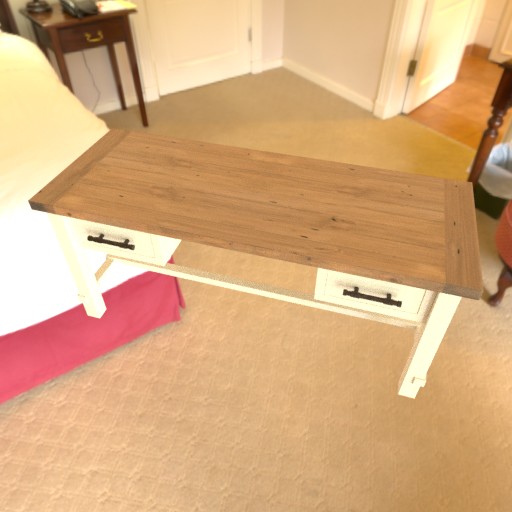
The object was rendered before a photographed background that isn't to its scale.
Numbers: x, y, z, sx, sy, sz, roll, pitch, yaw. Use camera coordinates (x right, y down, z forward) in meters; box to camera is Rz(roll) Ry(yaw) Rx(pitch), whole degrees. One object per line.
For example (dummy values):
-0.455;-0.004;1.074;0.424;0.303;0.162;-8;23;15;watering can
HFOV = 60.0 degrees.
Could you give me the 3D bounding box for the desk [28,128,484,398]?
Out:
0.000;0.000;2.180;1.803;0.762;0.688;12;44;12;desk
